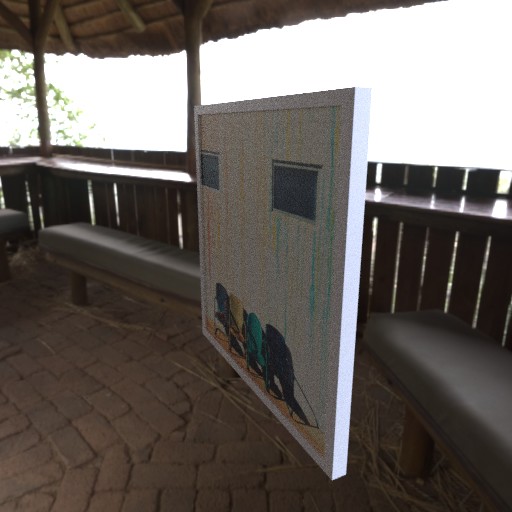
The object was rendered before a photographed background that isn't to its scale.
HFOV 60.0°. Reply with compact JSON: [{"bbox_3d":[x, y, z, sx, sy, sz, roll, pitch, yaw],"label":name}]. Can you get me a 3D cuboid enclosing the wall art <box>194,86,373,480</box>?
[{"bbox_3d":[0.000,0.000,1.139,0.036,0.760,0.760,-8,18,-26],"label":"wall art"}]
